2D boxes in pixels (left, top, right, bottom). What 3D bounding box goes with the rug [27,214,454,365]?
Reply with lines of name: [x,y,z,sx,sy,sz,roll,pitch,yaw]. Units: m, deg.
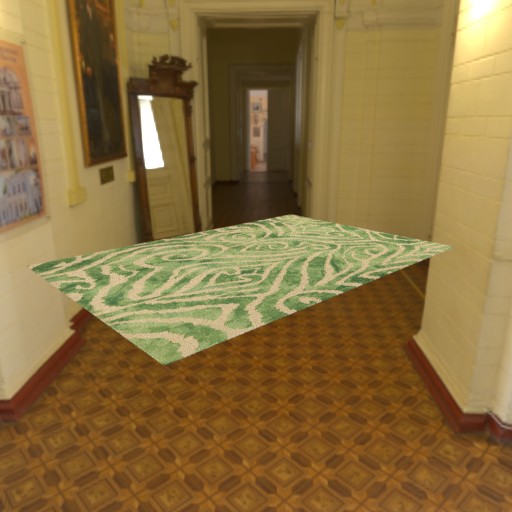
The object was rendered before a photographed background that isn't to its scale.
rug: [0.000,0.000,2.263,1.826,0.006,1.220,-15,22,-41]
